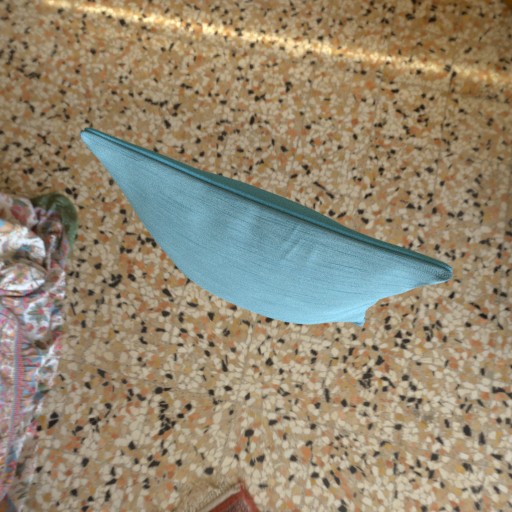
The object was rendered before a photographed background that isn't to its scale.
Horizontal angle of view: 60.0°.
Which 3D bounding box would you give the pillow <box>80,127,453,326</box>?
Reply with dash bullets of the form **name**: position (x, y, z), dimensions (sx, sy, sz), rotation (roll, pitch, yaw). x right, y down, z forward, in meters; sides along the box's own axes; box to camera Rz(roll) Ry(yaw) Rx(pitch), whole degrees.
- **pillow**: position (0.000, 0.000, 0.663), dimensions (0.433, 0.415, 0.151), rotation (22, 75, 6)
